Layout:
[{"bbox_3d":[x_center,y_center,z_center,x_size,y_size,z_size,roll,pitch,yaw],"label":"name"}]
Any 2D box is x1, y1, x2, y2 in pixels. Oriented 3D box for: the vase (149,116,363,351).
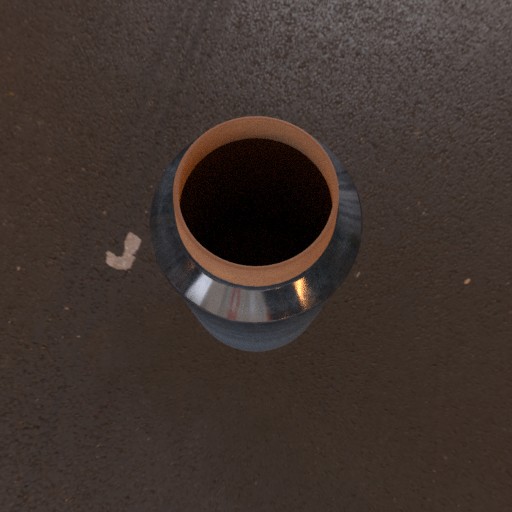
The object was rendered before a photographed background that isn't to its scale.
[{"bbox_3d":[0.000,0.000,0.408,0.163,0.316,0.163,0,76,0],"label":"vase"}]
